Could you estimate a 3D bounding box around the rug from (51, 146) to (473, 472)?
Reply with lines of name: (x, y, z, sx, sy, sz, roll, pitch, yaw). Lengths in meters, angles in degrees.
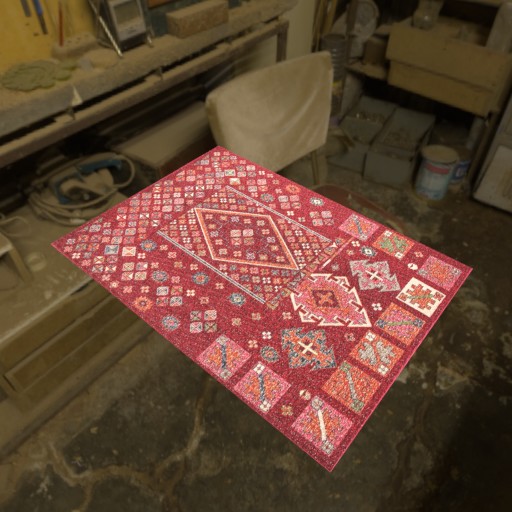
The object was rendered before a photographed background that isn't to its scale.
rug: (0.000, 0.000, 2.823, 2.184, 0.007, 1.579, 31, 53, 27)
